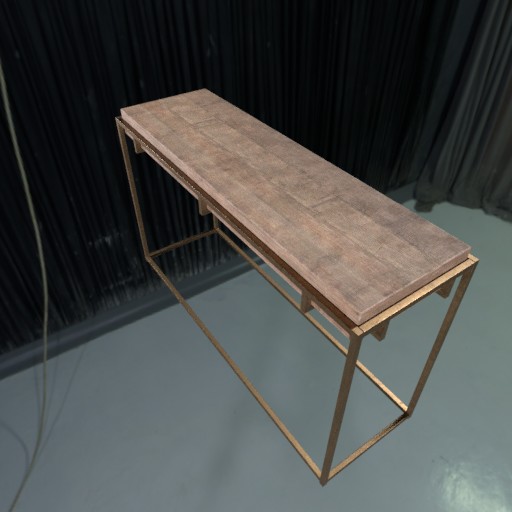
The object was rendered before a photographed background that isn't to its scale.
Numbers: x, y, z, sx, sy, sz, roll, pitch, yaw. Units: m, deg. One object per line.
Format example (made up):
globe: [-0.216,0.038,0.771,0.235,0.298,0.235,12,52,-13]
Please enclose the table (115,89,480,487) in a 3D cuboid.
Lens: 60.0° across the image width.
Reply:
table: [0.000,0.000,1.734,0.440,0.820,1.400,-25,46,-26]
